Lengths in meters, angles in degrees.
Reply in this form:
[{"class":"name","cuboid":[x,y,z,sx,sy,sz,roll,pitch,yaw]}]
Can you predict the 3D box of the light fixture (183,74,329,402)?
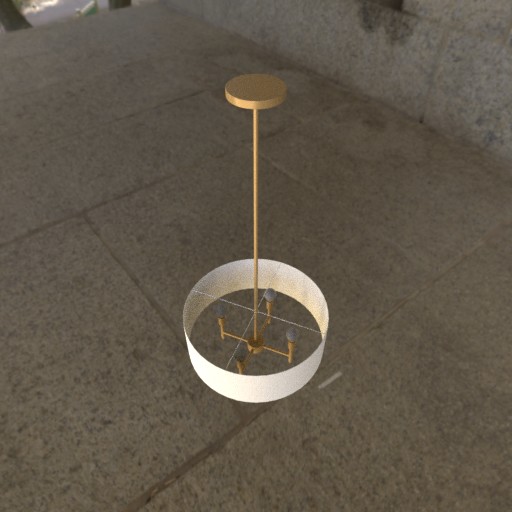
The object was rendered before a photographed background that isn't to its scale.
[{"class":"light fixture","cuboid":[0.000,0.000,1.358,0.508,1.067,0.508,0,46,0]}]
